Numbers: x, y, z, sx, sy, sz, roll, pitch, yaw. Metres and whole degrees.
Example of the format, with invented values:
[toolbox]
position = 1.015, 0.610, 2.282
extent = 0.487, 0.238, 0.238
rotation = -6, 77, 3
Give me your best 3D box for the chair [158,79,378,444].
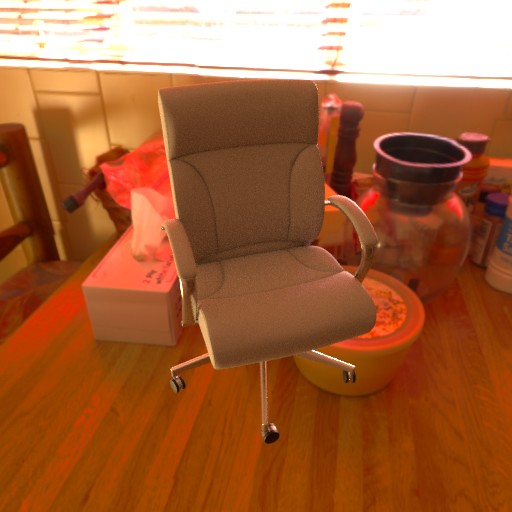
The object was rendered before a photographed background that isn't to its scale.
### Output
[chair]
position = 0.000, 0.000, 1.598
extent = 0.727, 1.099, 0.745
rotation = -10, 33, -16
